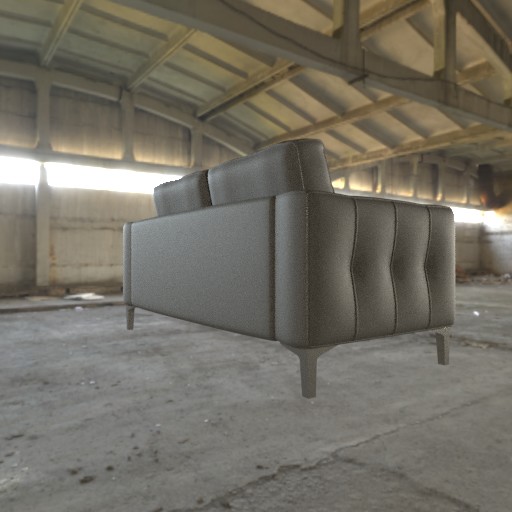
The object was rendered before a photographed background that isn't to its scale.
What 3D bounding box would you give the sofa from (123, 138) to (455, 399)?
[{"bbox_3d":[0.000,0.000,2.263,0.833,0.893,1.726,0,0,-35],"label":"sofa"}]
